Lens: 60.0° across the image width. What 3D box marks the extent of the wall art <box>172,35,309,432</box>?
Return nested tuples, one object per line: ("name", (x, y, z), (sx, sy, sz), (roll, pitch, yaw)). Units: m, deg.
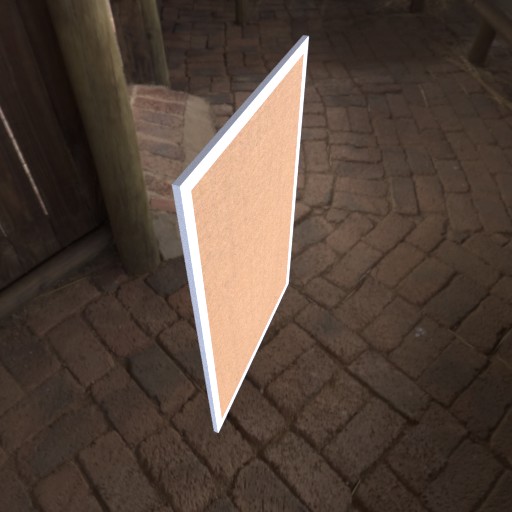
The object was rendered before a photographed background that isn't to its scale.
("wall art", (0.000, 0.000, 1.254), (0.015, 0.965, 0.660), (17, 49, 15))
